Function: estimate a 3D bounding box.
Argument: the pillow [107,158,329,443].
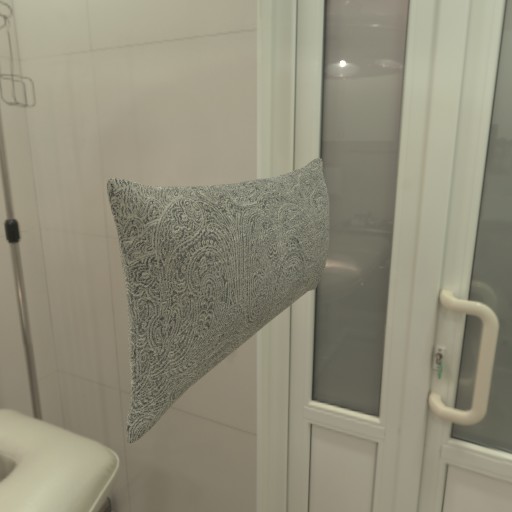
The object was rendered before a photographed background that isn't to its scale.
[{"bbox_3d":[0.000,0.000,0.722,0.151,0.295,0.615,7,16,26],"label":"pillow"}]
